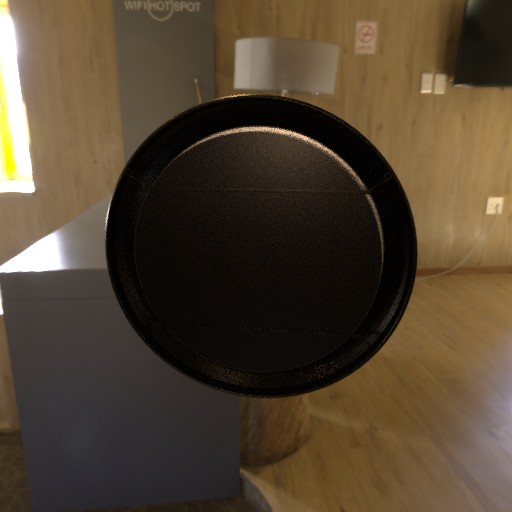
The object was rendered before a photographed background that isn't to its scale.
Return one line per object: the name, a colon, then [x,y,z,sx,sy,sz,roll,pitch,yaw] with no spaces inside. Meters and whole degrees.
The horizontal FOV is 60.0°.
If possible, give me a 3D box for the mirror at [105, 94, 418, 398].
mirror: [0.000,0.000,1.329,0.907,0.907,0.111,2,16,8]
